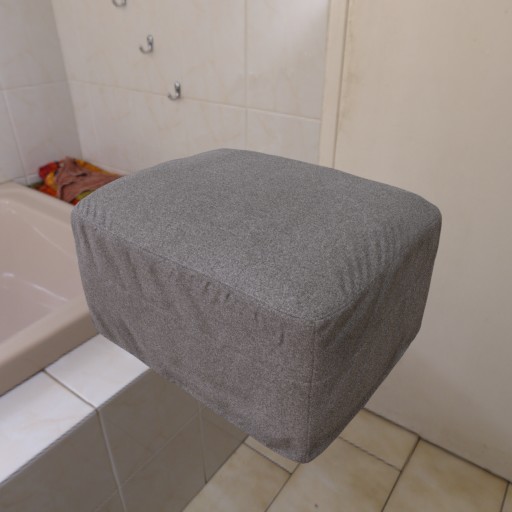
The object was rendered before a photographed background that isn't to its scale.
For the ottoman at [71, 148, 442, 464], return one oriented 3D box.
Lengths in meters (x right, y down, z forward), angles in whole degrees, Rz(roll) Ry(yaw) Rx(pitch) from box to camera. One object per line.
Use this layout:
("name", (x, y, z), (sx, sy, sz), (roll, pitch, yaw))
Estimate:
("ottoman", (0.000, 0.000, 1.258), (0.837, 0.481, 0.683), (22, 36, 33))
